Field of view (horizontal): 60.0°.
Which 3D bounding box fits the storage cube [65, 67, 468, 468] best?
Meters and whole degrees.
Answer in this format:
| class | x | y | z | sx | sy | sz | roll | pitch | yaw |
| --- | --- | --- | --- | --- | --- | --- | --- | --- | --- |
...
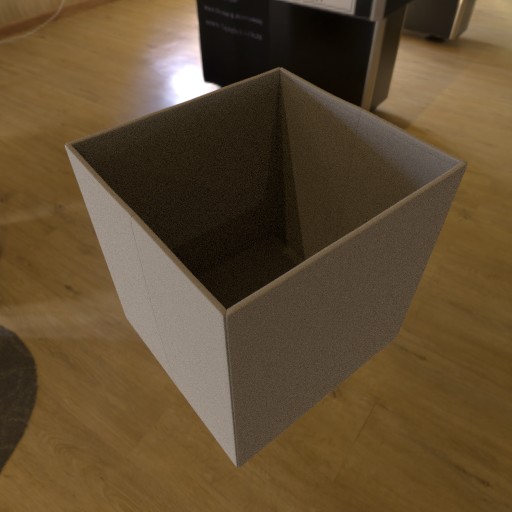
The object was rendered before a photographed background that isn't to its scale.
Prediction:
| class | x | y | z | sx | sy | sz | roll | pitch | yaw |
| --- | --- | --- | --- | --- | --- | --- | --- | --- | --- |
| storage cube | 0.000 | 0.000 | 0.502 | 0.270 | 0.280 | 0.270 | -30 | 53 | -26 |
